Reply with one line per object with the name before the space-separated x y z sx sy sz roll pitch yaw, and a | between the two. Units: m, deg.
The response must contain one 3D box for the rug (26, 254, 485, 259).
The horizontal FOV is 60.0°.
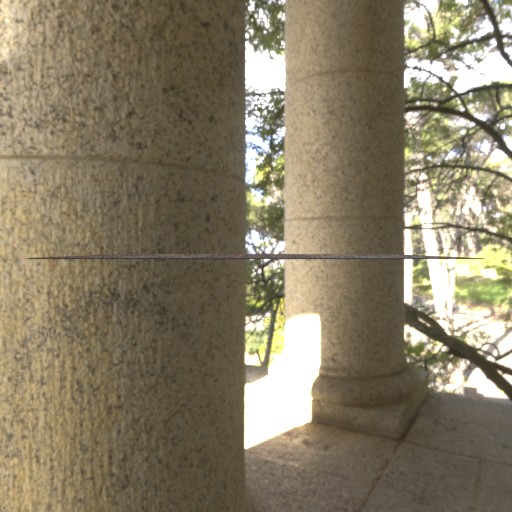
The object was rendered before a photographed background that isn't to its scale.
rug | 0.000 0.000 4.296 3.371 0.008 2.190 0 1 1
